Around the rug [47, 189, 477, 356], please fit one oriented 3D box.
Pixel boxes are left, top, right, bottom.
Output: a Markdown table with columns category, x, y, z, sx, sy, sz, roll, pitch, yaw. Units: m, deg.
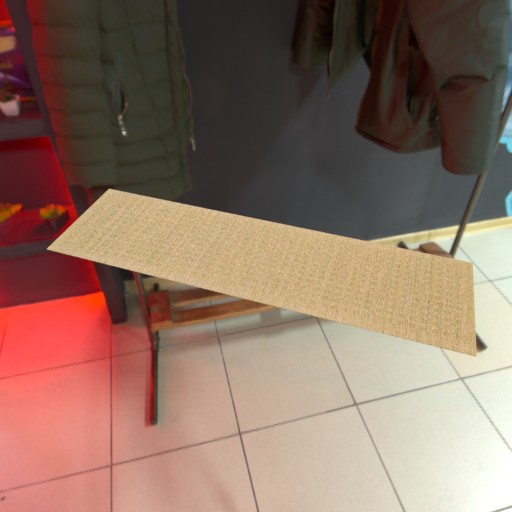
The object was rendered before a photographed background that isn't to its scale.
| category | x | y | z | sx | sy | sz | roll | pitch | yaw |
| --- | --- | --- | --- | --- | --- | --- | --- | --- | --- |
| rug | 0.000 | 0.000 | 2.633 | 2.437 | 0.006 | 0.686 | 13 | 44 | 14 |
